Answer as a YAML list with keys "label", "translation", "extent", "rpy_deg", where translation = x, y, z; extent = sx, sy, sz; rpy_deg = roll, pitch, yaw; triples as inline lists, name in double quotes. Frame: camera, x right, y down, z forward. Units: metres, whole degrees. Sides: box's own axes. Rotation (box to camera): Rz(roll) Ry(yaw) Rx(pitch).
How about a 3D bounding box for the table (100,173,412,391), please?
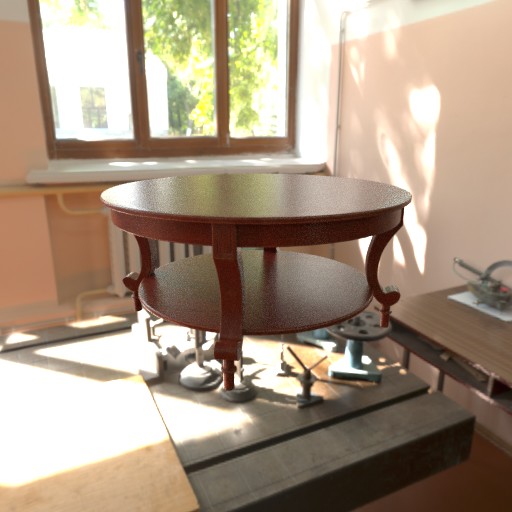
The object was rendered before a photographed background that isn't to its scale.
- label: "table"
  translation: [0.000, 0.000, 1.601]
  extent: [1.029, 0.486, 1.029]
  rpy_deg: [0, 16, 0]
